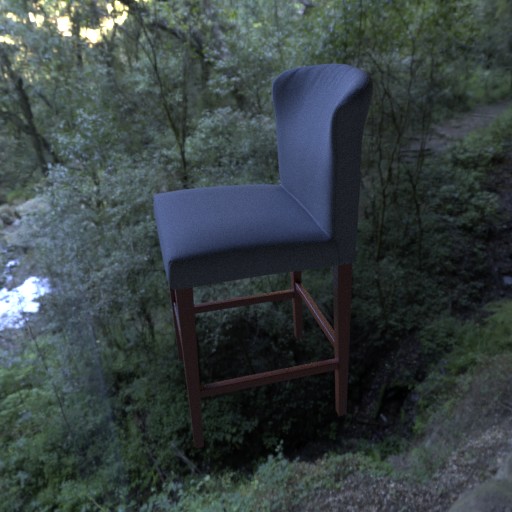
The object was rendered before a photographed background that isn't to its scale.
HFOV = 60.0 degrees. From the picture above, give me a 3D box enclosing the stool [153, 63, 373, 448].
[{"bbox_3d":[0.000,0.000,1.367,0.568,1.069,0.481,-8,30,-14],"label":"stool"}]
